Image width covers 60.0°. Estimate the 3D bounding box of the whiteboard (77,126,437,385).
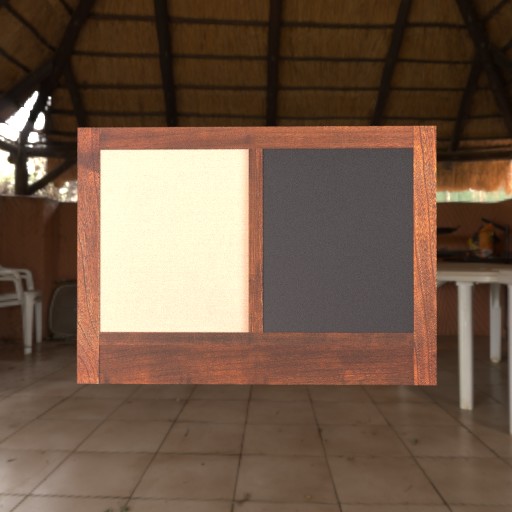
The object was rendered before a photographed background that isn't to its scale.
[{"bbox_3d":[0.000,0.000,0.990,0.768,0.553,0.083,0,0,1],"label":"whiteboard"}]
